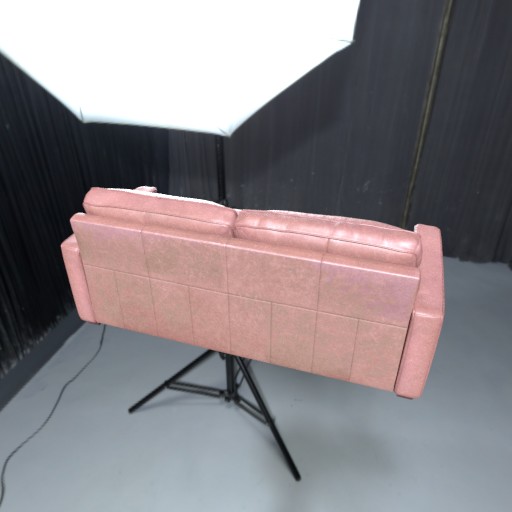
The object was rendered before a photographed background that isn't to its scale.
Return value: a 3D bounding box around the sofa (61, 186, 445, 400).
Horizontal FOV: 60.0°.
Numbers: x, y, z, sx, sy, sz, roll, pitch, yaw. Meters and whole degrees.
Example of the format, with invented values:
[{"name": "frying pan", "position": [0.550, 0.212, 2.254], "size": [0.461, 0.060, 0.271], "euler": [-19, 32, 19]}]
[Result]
[{"name": "sofa", "position": [0.000, 0.000, 2.663], "size": [2.080, 0.919, 0.940], "euler": [10, 33, 15]}]
